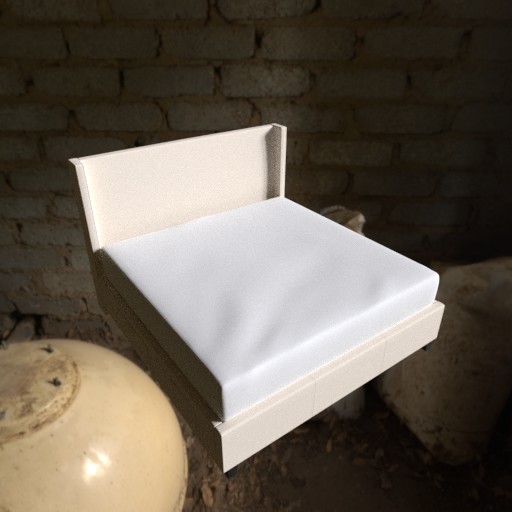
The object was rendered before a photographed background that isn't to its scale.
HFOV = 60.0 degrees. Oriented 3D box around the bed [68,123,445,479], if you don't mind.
[{"bbox_3d":[0.000,0.000,3.696,2.145,1.471,2.293,-20,35,-31],"label":"bed"}]
